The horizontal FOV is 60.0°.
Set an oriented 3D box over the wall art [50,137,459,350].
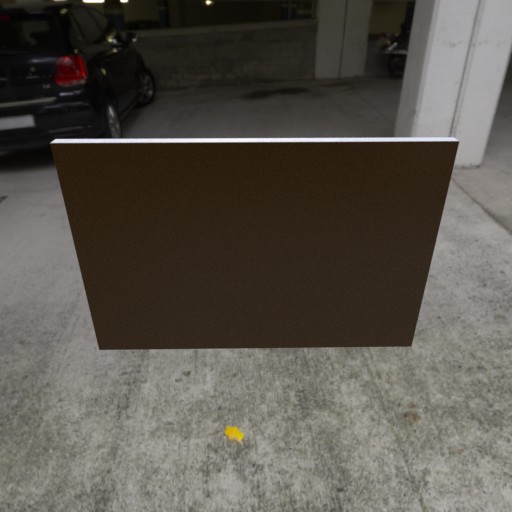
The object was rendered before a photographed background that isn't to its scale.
[{"bbox_3d":[0.000,0.000,1.449,1.145,0.762,0.041,0,30,-1],"label":"wall art"}]
